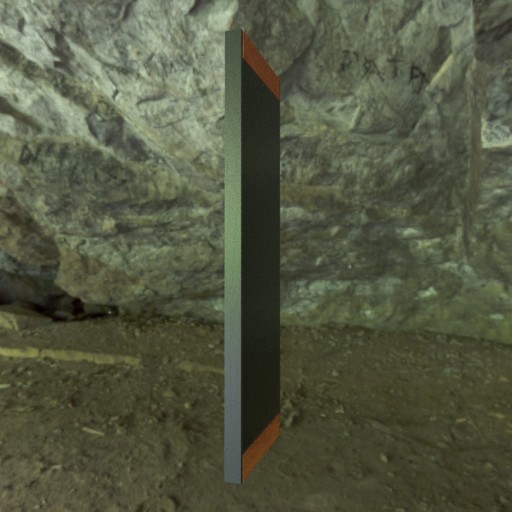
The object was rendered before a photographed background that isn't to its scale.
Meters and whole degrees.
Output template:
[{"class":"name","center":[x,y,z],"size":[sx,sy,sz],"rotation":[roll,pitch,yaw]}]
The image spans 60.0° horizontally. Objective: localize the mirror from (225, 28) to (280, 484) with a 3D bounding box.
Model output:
[{"class":"mirror","center":[0.000,0.000,1.259],"size":[0.047,1.123,0.343],"rotation":[0,-1,19]}]
